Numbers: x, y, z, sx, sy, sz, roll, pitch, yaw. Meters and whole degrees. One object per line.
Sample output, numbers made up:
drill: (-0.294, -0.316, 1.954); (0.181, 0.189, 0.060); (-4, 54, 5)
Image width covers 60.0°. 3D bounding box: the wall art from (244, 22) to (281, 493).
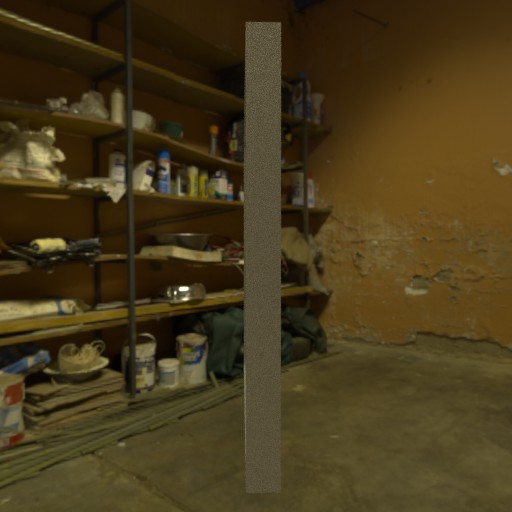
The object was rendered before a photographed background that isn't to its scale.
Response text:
wall art: (0.000, 0.000, 0.729); (0.038, 0.506, 0.506); (0, 1, -2)
